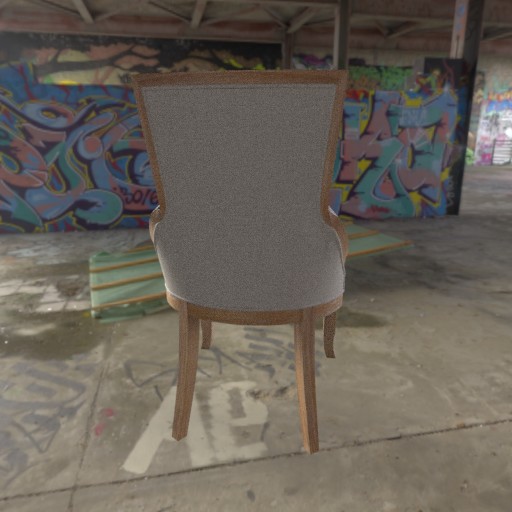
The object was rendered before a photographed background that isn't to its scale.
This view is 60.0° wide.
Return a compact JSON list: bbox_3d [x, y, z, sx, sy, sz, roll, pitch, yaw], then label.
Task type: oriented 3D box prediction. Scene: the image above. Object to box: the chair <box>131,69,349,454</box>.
[{"bbox_3d":[0.000,0.000,1.309,0.524,0.947,0.641,2,16,8],"label":"chair"}]
